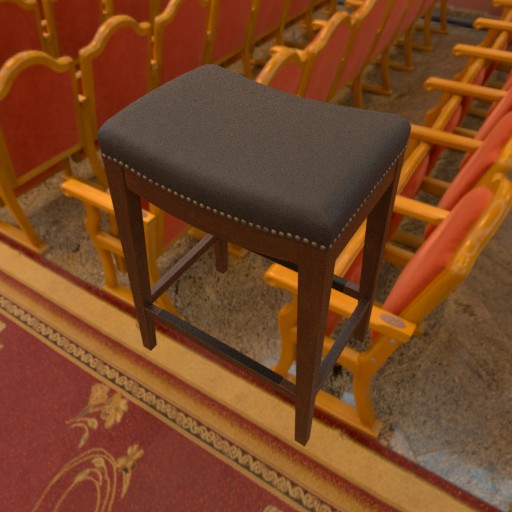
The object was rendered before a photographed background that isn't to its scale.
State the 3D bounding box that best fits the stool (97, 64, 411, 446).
[{"bbox_3d":[0.000,0.000,0.964,0.490,0.664,0.353,25,50,22],"label":"stool"}]
